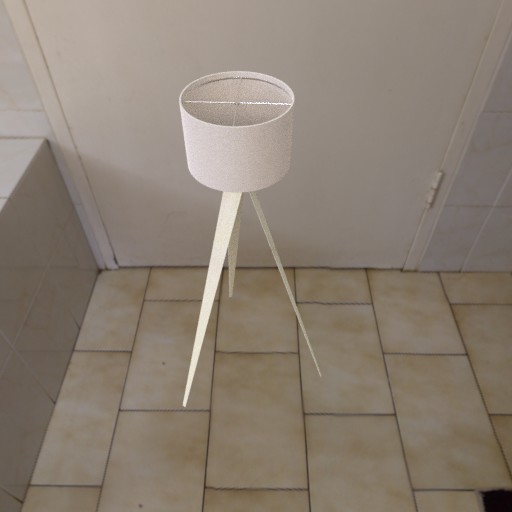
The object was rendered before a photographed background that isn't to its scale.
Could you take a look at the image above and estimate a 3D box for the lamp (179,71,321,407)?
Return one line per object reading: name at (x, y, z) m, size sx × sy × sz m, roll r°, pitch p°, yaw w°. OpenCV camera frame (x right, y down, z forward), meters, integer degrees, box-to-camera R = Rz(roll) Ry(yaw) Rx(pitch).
lamp at (0.000, 0.000, 1.936) m, size 0.716 × 1.524 × 0.724 m, roll 2°, pitch 47°, yaw 2°
